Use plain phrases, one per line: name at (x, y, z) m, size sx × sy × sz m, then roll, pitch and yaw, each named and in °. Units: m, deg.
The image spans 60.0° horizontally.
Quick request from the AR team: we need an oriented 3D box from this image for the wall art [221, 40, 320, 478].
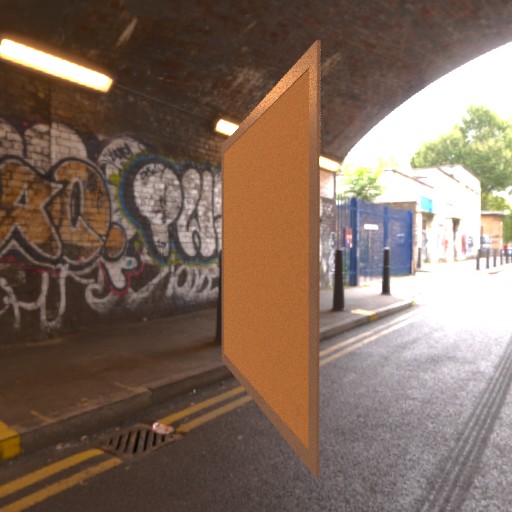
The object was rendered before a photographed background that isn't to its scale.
wall art at (0.000, 0.000, 1.644) m, size 0.025 × 1.067 × 1.168 m, roll 0°, pitch 1°, yaw -16°
